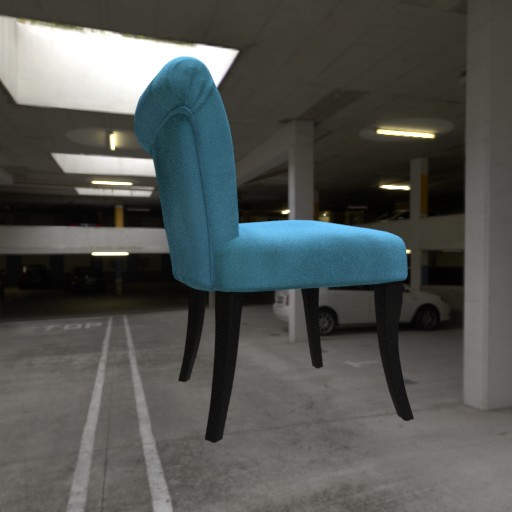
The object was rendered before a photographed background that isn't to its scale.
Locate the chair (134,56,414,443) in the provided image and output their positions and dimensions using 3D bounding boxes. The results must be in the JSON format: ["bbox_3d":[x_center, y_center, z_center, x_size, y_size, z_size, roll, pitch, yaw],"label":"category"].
[{"bbox_3d":[0.000,0.000,1.145,0.605,0.750,0.582,0,1,-18],"label":"chair"}]
